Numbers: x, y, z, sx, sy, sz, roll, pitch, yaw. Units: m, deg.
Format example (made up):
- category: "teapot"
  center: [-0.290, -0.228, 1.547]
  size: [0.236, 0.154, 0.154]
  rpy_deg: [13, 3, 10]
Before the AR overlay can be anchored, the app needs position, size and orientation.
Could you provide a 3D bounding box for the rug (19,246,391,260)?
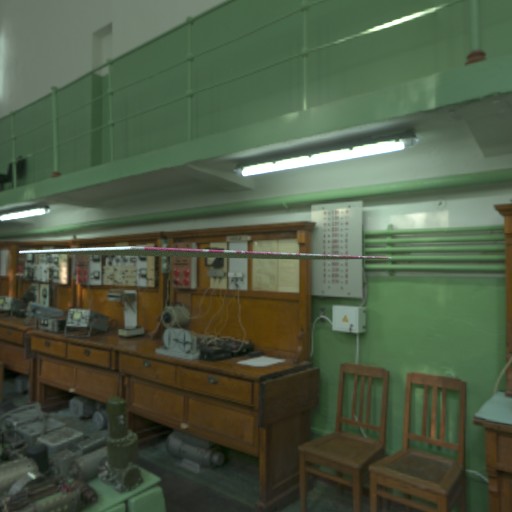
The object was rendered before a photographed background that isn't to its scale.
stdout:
- category: "rug"
  center: [0.000, 0.000, 2.708]
  size: [0.787, 0.011, 2.458]
  rpy_deg: [-1, -2, 38]
